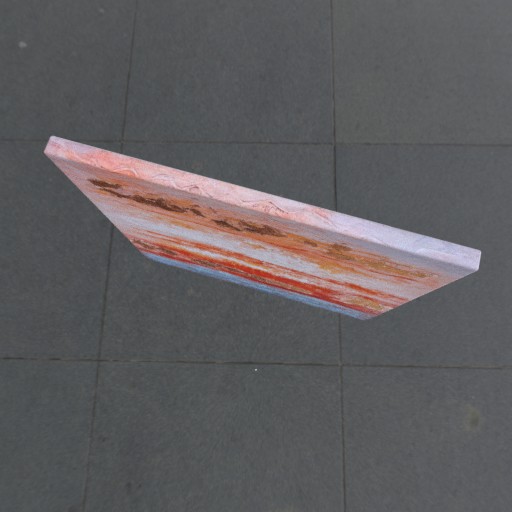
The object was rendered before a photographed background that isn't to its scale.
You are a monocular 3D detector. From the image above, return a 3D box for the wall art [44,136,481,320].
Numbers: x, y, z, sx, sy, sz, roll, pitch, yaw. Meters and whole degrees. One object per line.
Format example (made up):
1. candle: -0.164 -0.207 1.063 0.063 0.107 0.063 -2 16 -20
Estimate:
1. wall art: 0.000 0.000 1.095 0.747 0.747 0.035 16 76 4
